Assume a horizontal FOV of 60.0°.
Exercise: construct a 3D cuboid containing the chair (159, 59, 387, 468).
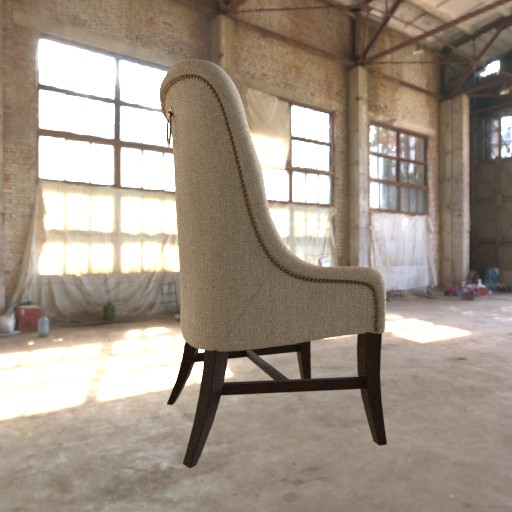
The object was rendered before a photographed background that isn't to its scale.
[{"bbox_3d":[0.000,0.000,1.468,0.629,1.091,0.634,0,0,-16],"label":"chair"}]
